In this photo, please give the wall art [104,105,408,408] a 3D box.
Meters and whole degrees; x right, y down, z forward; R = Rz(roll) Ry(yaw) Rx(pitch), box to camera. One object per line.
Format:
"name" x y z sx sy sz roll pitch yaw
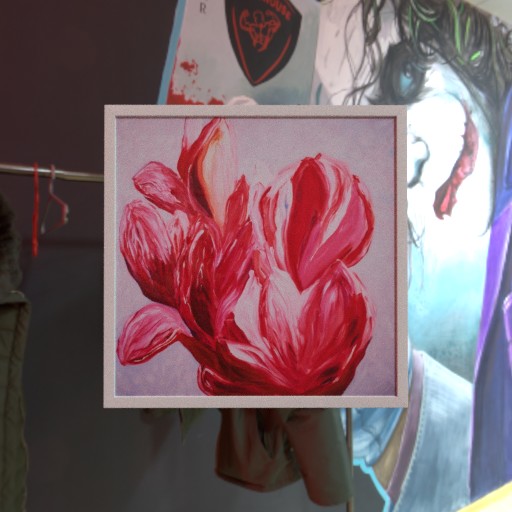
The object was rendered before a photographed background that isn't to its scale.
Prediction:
"wall art" 0.000 0.000 1.186 0.805 0.803 0.022 0 0 0
